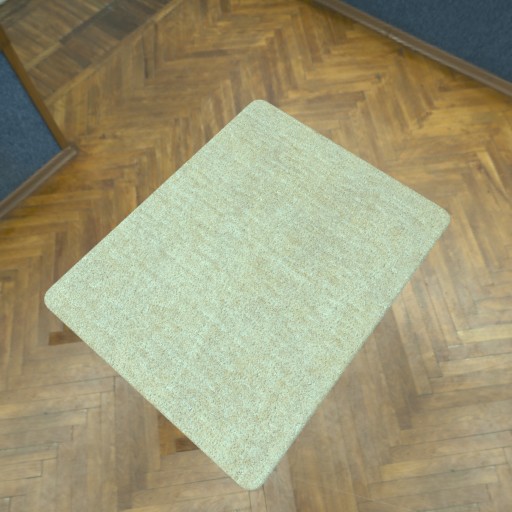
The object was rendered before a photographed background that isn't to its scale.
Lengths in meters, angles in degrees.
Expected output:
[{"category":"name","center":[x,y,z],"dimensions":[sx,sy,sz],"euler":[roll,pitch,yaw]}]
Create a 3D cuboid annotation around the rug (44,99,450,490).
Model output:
[{"category":"rug","center":[0.000,0.000,3.365],"dimensions":[2.009,0.048,2.528],"euler":[36,70,16]}]
